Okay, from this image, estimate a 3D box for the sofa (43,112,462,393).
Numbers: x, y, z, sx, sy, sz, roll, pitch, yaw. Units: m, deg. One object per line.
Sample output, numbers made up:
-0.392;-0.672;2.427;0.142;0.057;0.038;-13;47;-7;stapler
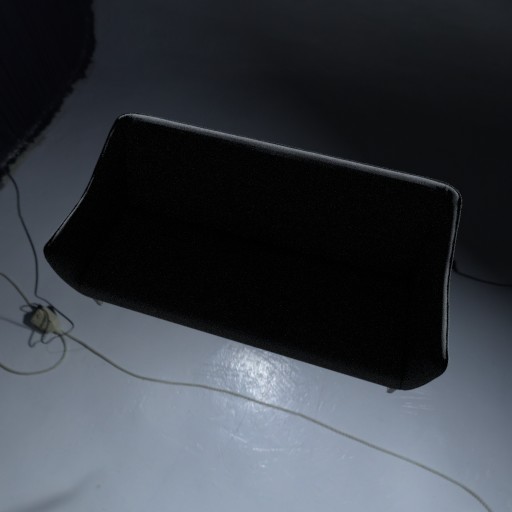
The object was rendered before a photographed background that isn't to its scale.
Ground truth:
0.000;0.000;2.349;1.928;0.829;0.867;15;60;9;sofa
